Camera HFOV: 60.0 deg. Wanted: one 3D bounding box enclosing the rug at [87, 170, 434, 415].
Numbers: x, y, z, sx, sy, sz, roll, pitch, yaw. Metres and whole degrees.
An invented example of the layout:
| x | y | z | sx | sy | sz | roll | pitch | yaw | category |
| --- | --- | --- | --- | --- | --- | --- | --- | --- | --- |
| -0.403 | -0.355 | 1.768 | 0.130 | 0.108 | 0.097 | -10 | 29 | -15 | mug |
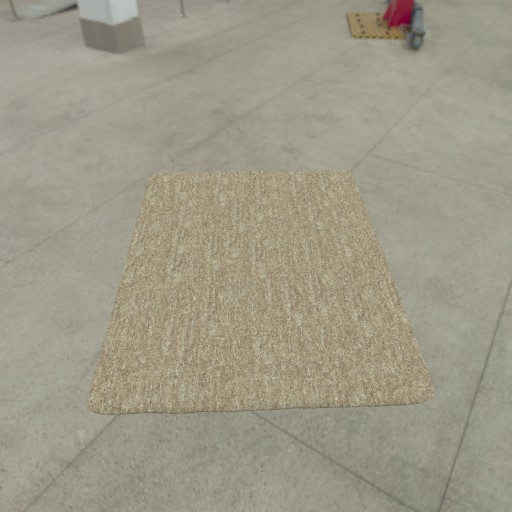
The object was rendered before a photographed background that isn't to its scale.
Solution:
| x | y | z | sx | sy | sz | roll | pitch | yaw | category |
| --- | --- | --- | --- | --- | --- | --- | --- | --- | --- |
| 0.000 | 0.000 | 3.820 | 2.242 | 0.050 | 2.873 | -1 | 41 | -2 | rug |
